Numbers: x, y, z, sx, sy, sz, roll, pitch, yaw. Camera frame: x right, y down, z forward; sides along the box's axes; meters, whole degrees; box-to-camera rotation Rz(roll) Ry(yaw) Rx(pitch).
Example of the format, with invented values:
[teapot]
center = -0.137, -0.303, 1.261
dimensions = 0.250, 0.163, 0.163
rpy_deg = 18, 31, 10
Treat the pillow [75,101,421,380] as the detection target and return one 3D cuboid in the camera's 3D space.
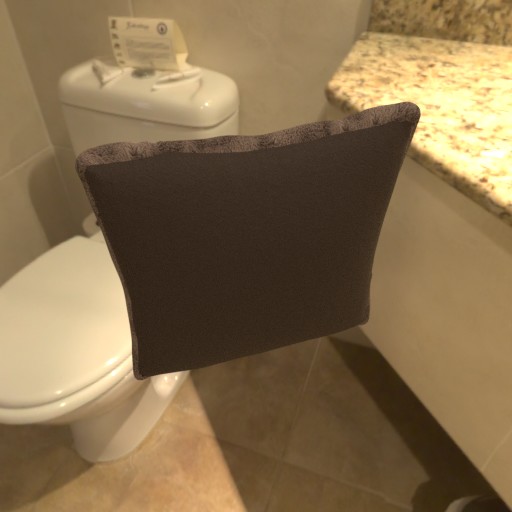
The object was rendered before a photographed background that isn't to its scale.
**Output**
[pillow]
center = 0.000, 0.000, 0.802
dimensions = 0.522, 0.520, 0.204
rpy_deg = -11, 43, -13
